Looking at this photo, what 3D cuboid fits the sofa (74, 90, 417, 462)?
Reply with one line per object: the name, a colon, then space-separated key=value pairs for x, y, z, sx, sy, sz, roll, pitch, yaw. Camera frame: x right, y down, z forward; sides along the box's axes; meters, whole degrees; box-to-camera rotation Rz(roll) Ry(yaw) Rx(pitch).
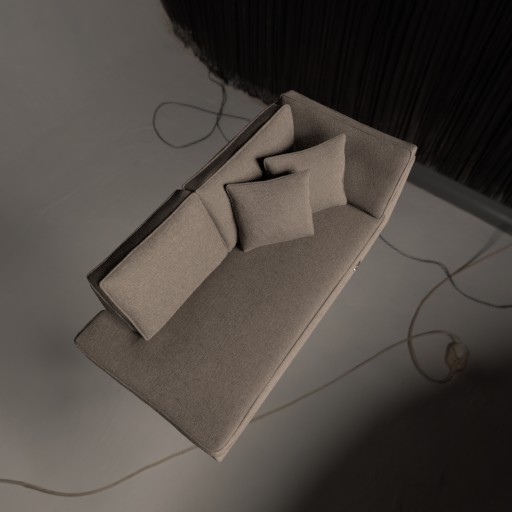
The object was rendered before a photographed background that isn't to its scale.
sofa: x=0.000 y=0.000 z=2.901 sx=1.110 sy=1.033 sz=2.237 roll=32 pitch=64 yaw=18
